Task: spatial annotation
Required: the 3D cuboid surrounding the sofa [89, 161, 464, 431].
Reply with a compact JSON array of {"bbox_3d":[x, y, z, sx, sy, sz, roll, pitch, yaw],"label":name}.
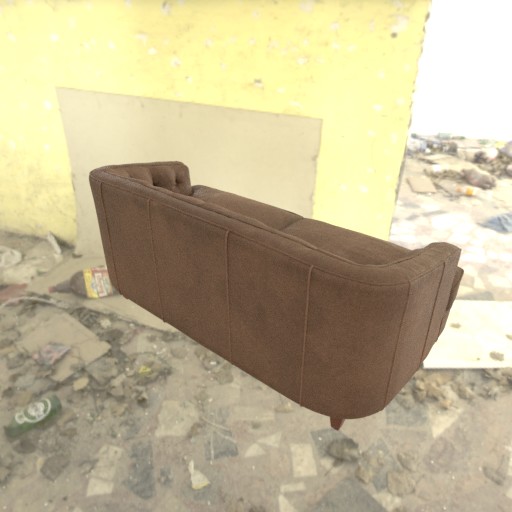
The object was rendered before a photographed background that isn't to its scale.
[{"bbox_3d":[0.000,0.000,2.232,1.767,0.799,0.917,23,37,34],"label":"sofa"}]
